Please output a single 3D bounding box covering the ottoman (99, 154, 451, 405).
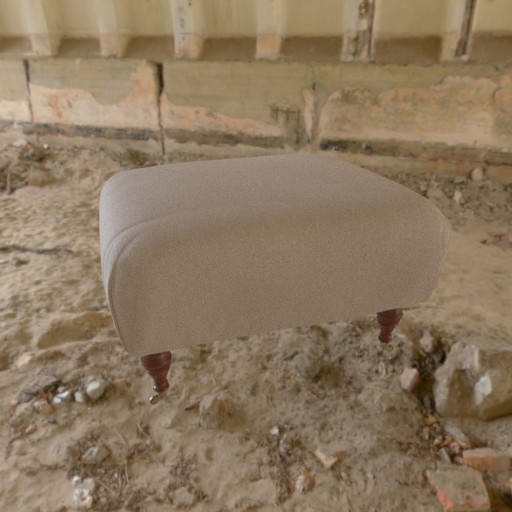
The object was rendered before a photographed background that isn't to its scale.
[{"bbox_3d":[0.000,0.000,1.155,0.746,0.450,0.622,-8,26,-17],"label":"ottoman"}]
